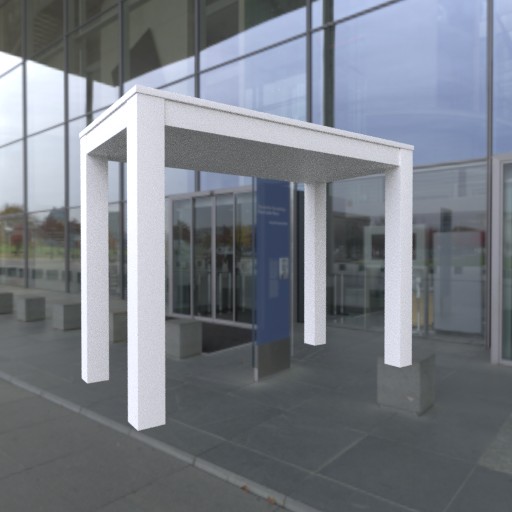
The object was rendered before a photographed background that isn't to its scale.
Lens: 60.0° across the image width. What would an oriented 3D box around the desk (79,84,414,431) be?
[{"bbox_3d":[0.000,0.000,1.461,0.990,0.762,0.497,-1,1,-35],"label":"desk"}]
